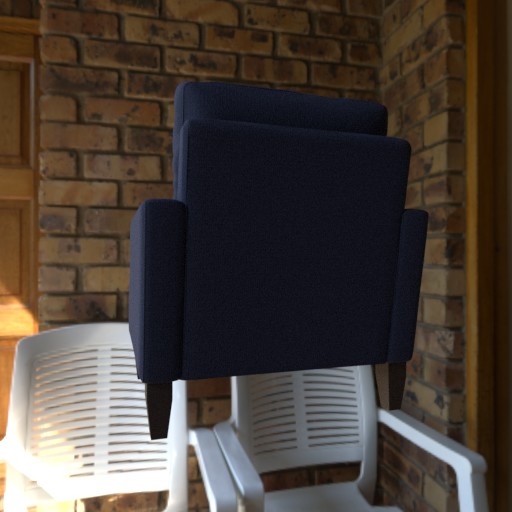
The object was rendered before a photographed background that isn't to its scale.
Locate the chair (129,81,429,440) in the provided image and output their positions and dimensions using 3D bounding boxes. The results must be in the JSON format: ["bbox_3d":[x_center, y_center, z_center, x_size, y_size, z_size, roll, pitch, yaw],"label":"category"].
[{"bbox_3d":[0.000,0.000,1.595,0.855,0.991,0.897,0,0,-18],"label":"chair"}]
